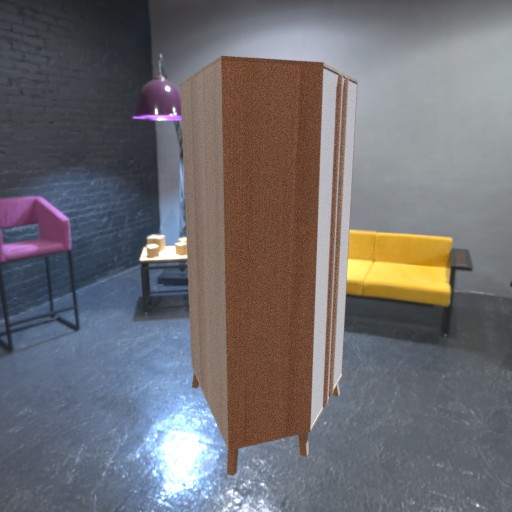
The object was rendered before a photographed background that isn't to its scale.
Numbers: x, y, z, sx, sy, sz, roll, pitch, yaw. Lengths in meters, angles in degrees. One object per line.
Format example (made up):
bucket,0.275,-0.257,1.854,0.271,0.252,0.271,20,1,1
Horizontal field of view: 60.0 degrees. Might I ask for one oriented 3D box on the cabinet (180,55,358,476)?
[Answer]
cabinet,0.000,0.000,2.605,0.969,1.957,1.272,7,16,25
